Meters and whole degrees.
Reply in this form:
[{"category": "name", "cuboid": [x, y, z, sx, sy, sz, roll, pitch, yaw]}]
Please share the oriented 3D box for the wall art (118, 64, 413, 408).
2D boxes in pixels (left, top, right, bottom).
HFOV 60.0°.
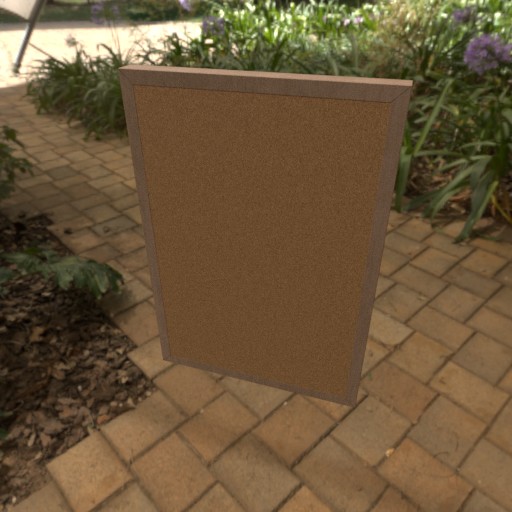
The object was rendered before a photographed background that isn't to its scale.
[{"category": "wall art", "cuboid": [0.000, 0.000, 0.659, 0.356, 0.509, 0.031, 10, 33, 15]}]
